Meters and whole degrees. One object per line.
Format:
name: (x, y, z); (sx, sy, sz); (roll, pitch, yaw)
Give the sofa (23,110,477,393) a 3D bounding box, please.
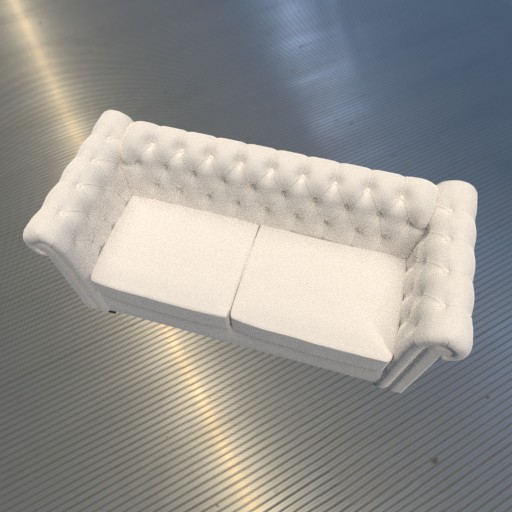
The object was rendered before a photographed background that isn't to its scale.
sofa: (0.000, 0.000, 2.144); (1.798, 0.796, 0.771); (14, 60, 8)
